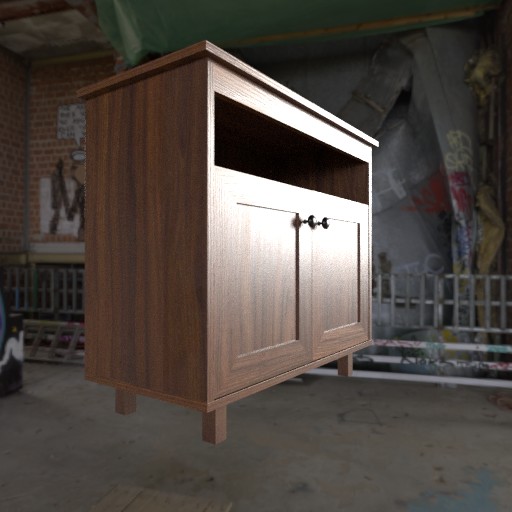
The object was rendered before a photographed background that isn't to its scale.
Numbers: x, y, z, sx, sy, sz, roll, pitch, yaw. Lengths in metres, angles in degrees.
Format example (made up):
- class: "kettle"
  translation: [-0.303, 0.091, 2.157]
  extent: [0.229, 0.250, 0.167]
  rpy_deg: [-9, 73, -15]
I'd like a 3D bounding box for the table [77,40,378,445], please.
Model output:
- class: "table"
  translation: [0.000, 0.000, 1.180]
  extent: [0.390, 0.725, 0.802]
  rpy_deg: [0, -1, 36]
